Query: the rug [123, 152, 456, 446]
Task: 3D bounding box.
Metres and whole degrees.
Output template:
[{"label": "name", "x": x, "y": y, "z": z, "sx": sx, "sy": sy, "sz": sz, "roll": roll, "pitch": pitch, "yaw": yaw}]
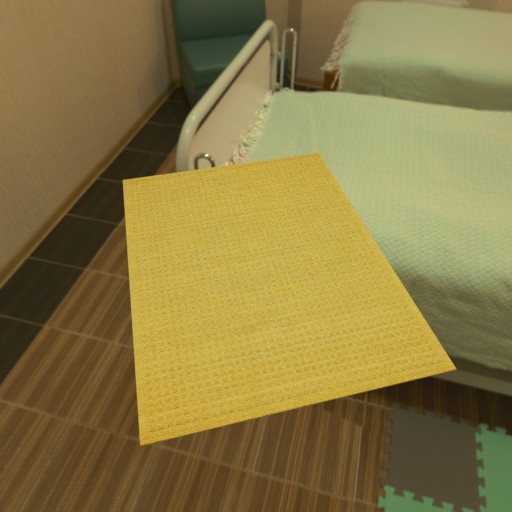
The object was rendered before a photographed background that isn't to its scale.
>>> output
[{"label": "rug", "x": 0.000, "y": 0.000, "z": 4.429, "sx": 2.486, "sy": 0.015, "sz": 3.242, "roll": -10, "pitch": 46, "yaw": -10}]
